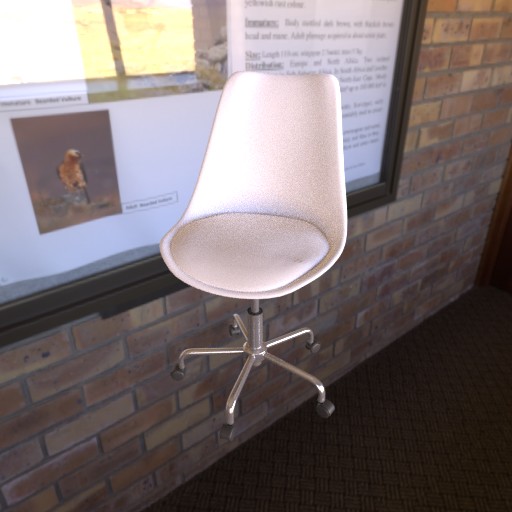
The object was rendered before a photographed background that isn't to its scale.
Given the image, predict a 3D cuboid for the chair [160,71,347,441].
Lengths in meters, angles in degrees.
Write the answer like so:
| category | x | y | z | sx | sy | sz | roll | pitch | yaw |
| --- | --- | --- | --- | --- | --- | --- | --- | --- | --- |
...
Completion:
| category | x | y | z | sx | sy | sz | roll | pitch | yaw |
| --- | --- | --- | --- | --- | --- | --- | --- | --- | --- |
| chair | 0.000 | 0.000 | 1.266 | 0.550 | 0.930 | 0.550 | 9 | 29 | 17 |
